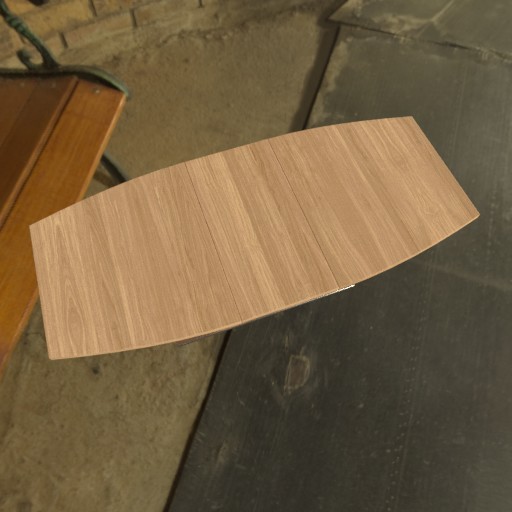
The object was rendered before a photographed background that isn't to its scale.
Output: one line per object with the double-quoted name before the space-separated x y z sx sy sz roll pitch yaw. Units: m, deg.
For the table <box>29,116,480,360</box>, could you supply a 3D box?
"table" 0.000 0.000 2.434 2.032 0.750 0.900 -18 64 -9
